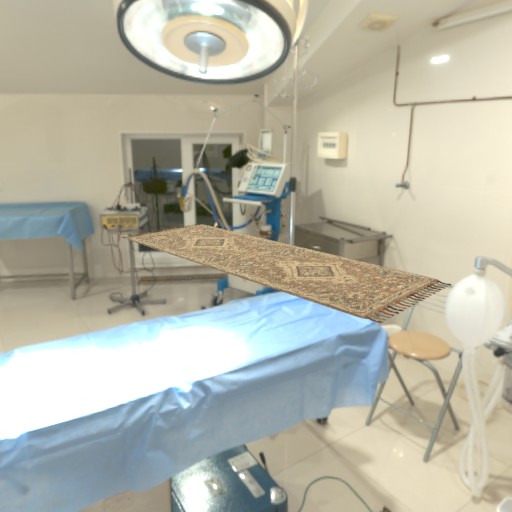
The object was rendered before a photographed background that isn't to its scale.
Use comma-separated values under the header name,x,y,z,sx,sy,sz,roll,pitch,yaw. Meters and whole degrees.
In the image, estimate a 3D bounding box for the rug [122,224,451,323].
name,x,y,z,sx,sy,sz,roll,pitch,yaw
rug,0.000,0.000,2.924,1.324,0.018,2.378,-8,18,-27
